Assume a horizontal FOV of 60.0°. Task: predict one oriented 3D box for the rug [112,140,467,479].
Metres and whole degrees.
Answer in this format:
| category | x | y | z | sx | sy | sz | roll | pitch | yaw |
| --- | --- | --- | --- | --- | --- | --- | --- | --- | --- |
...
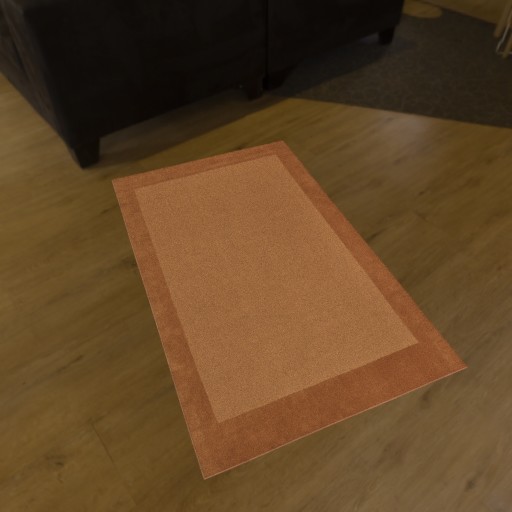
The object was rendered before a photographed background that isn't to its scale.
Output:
| category | x | y | z | sx | sy | sz | roll | pitch | yaw |
| --- | --- | --- | --- | --- | --- | --- | --- | --- | --- |
| rug | 0.000 | 0.000 | 3.017 | 1.524 | 0.014 | 2.438 | -17 | 49 | -15 |
